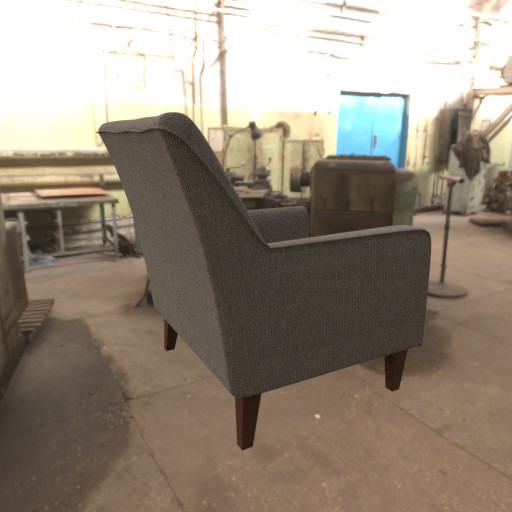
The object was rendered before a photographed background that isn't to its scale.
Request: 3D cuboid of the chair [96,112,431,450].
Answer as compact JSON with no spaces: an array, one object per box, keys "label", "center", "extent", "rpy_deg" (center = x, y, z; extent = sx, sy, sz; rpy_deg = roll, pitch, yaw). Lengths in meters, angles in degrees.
[{"label":"chair","center":[0.000,0.000,1.572],"extent":[0.899,0.919,0.780],"rpy_deg":[-8,17,-28]}]
